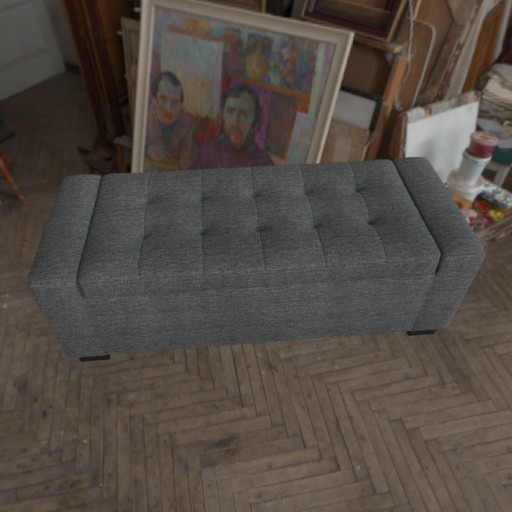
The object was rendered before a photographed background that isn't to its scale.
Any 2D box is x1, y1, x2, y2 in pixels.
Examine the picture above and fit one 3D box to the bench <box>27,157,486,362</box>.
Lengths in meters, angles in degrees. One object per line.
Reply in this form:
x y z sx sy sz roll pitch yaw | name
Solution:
0.000 0.000 1.548 1.296 0.445 0.508 -4 46 -4 | bench
